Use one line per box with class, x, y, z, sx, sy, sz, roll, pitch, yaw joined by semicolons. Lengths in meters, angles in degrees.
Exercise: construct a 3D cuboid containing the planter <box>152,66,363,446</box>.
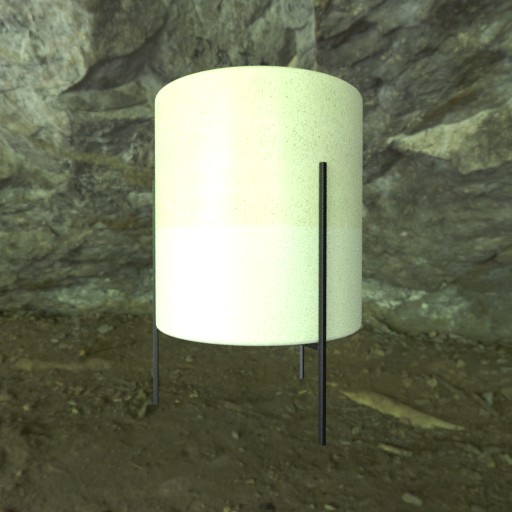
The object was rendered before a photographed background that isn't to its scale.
planter;0.000;0.000;0.715;0.333;0.483;0.324;0;1;1
